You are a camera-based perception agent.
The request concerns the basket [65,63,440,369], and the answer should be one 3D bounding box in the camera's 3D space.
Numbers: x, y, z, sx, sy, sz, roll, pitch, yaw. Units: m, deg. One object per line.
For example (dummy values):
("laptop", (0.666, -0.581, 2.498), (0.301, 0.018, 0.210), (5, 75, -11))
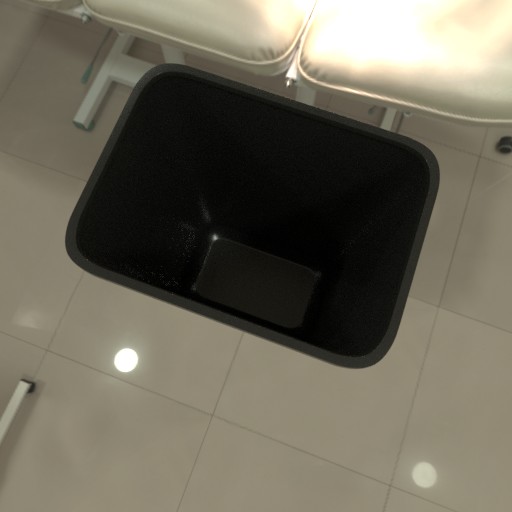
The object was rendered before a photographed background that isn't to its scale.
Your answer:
("basket", (0.000, 0.000, 0.768), (0.394, 0.521, 0.287), (20, 77, 5))
